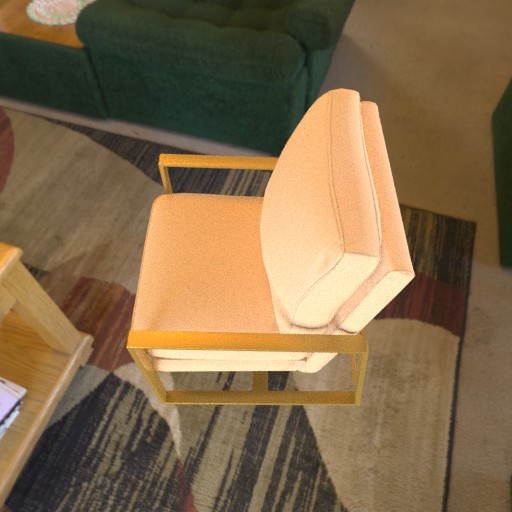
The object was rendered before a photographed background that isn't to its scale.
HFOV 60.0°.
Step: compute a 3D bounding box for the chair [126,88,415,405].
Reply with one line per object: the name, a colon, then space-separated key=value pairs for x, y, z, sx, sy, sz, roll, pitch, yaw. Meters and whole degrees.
chair: x=0.000 y=0.000 z=1.529 sx=0.813 sy=0.956 sz=0.758 roll=0 pitch=57 yaw=0
